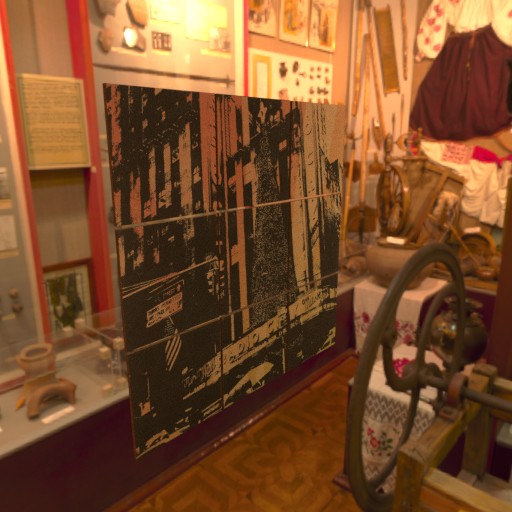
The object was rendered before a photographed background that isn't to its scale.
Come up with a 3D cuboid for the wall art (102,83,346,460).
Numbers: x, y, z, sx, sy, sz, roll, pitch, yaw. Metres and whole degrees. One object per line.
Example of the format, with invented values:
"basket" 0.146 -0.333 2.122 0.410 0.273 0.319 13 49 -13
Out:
"wall art" 0.000 0.000 1.357 0.010 0.917 0.919 14 20 41
